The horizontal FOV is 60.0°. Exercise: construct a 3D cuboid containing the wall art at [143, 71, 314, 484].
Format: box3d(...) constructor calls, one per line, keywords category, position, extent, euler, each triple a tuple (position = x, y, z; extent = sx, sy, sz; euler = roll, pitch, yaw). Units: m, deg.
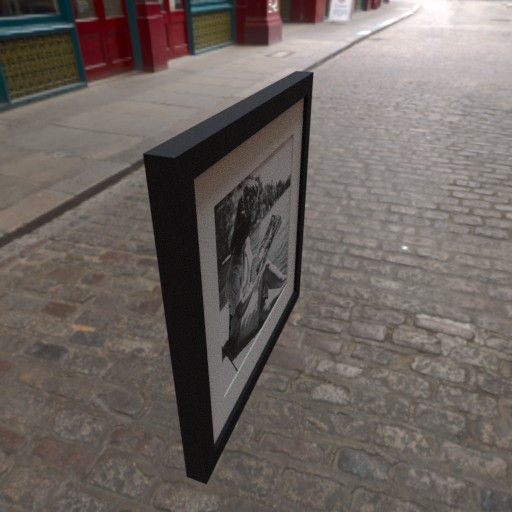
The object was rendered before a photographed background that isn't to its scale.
box3d(category="wall art", position=(0.000, 0.000, 0.674), extent=(0.030, 0.458, 0.462), euler=(11, 33, 18))
